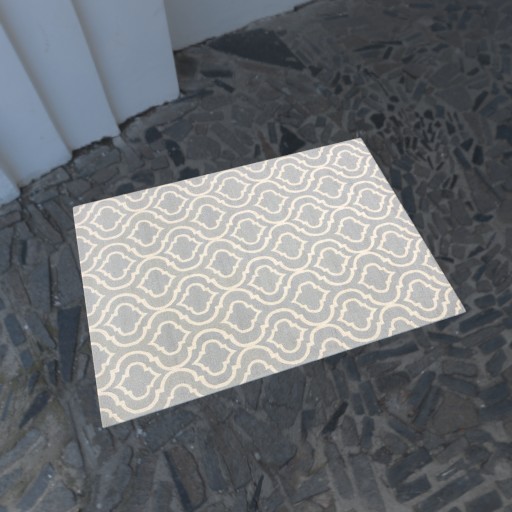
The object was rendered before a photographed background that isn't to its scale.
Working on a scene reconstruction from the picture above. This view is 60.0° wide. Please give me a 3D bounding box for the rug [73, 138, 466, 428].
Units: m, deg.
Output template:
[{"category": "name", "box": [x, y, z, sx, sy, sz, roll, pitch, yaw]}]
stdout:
[{"category": "rug", "box": [0.000, 0.000, 2.740, 2.080, 0.010, 1.451, -15, 61, -9]}]
